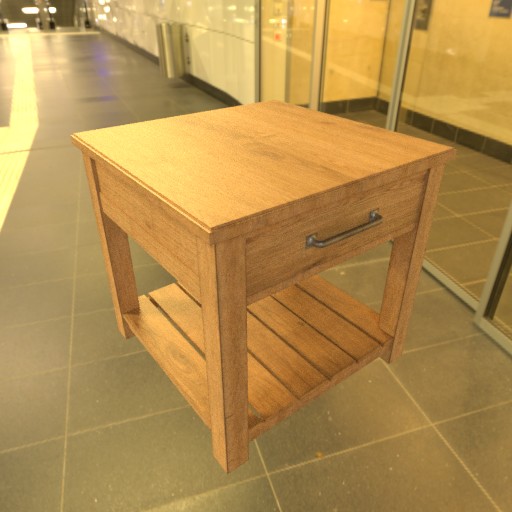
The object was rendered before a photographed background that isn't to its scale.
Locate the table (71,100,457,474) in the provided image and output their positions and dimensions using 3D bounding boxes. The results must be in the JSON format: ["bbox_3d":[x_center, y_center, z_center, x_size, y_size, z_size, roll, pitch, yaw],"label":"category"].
[{"bbox_3d":[0.000,0.000,1.129,0.616,0.593,0.612,-21,37,-31],"label":"table"}]
